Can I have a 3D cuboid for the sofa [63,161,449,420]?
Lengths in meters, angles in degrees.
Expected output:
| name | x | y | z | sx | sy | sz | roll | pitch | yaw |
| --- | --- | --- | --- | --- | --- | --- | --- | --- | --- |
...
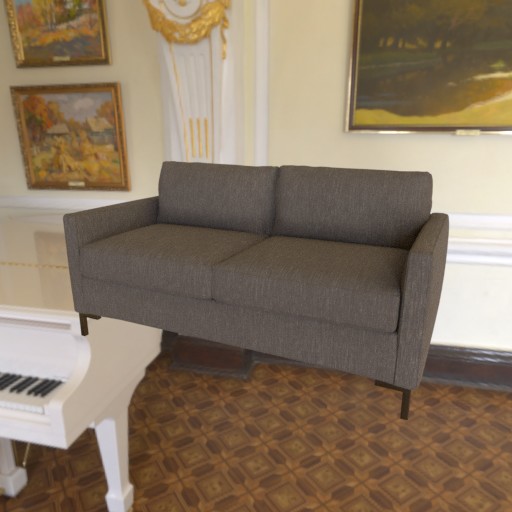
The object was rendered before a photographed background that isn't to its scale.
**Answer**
| name | x | y | z | sx | sy | sz | roll | pitch | yaw |
| --- | --- | --- | --- | --- | --- | --- | --- | --- | --- |
| sofa | 0.000 | 0.000 | 2.162 | 1.682 | 0.840 | 0.875 | 7 | 17 | 25 |
